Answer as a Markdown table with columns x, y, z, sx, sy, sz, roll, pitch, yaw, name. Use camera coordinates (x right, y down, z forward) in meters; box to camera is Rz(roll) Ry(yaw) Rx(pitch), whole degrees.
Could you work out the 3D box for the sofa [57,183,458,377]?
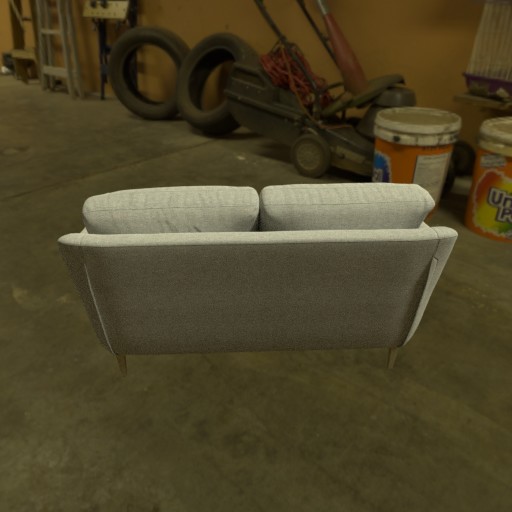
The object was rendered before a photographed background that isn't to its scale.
| x | y | z | sx | sy | sz | roll | pitch | yaw | name |
| --- | --- | --- | --- | --- | --- | --- | --- | --- | --- |
| 0.000 | 0.000 | 2.129 | 1.619 | 0.904 | 0.960 | -1 | 30 | -2 | sofa |
